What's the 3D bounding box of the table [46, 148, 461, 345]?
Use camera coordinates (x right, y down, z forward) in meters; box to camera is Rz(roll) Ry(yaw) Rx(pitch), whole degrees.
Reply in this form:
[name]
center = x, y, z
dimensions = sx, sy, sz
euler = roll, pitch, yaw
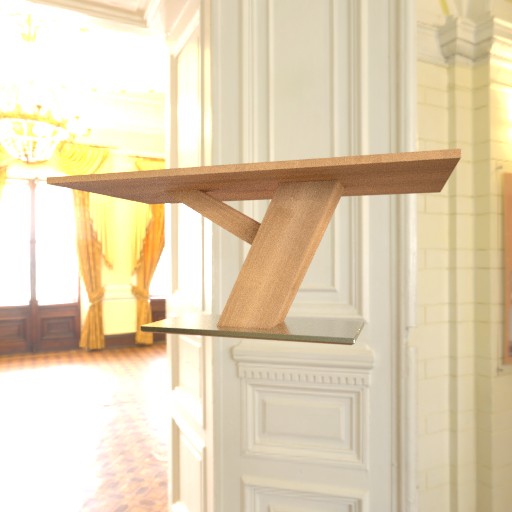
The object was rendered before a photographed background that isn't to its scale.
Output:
[table]
center = 0.000, 0.000, 2.251
dimensions = 1.800, 0.750, 0.900
euler = 0, 0, 18
